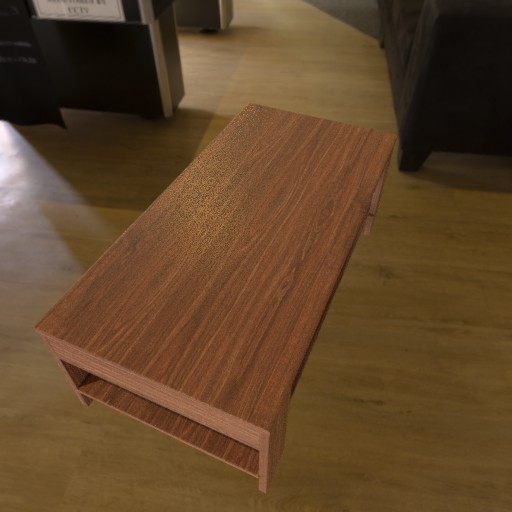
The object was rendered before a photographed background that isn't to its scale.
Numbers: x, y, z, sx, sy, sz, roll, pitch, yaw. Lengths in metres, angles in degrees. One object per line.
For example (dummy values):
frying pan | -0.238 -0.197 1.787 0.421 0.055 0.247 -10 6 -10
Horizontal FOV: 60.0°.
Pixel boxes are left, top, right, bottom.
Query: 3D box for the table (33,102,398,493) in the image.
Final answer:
table | 0.000 0.000 1.472 0.600 0.400 1.200 18 49 17
